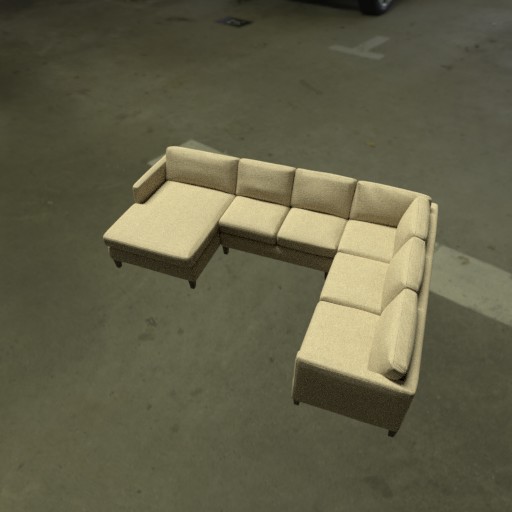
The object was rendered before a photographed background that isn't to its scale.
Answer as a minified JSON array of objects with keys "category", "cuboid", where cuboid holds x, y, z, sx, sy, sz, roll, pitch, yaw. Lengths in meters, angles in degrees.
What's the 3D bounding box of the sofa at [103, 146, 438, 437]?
[{"category":"sofa","cuboid":[0.000,0.000,4.706,3.460,0.959,2.593,14,44,15]}]
